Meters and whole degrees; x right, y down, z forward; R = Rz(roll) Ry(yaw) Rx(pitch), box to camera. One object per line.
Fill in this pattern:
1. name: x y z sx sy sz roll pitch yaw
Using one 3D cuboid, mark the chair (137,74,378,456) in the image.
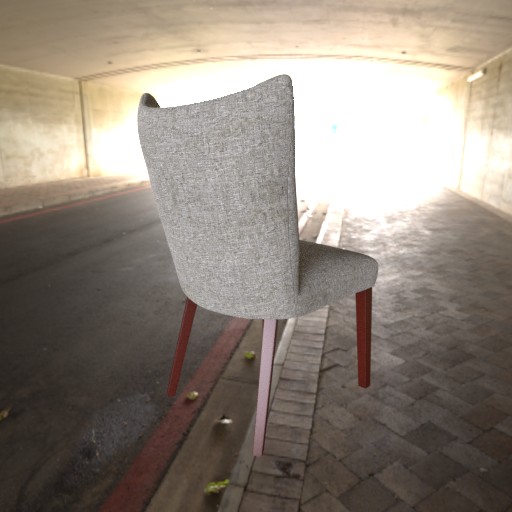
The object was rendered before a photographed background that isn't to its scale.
1. chair: 0.000 0.000 1.310 0.535 0.924 0.623 14 20 43
